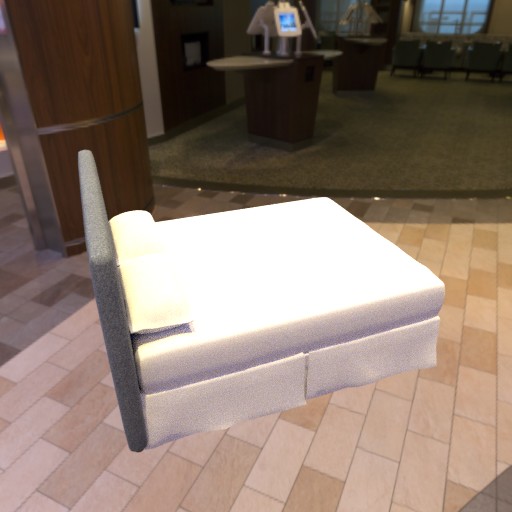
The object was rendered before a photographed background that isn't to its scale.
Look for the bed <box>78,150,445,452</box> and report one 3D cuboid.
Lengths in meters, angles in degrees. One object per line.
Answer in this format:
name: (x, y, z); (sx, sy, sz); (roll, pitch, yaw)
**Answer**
bed: (0.000, 0.000, 3.147); (2.142, 1.330, 1.723); (-11, 31, -18)
